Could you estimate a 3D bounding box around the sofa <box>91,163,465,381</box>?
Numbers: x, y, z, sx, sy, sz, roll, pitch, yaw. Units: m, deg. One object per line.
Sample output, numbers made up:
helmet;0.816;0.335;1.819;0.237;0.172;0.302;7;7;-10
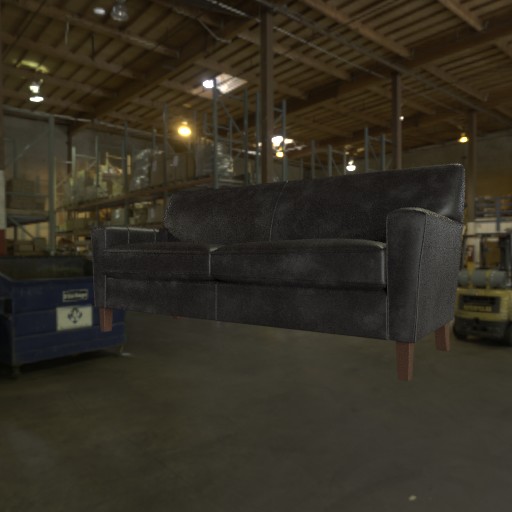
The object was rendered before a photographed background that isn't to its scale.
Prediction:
sofa;0.000;0.000;2.512;2.053;0.947;0.805;0;1;35
